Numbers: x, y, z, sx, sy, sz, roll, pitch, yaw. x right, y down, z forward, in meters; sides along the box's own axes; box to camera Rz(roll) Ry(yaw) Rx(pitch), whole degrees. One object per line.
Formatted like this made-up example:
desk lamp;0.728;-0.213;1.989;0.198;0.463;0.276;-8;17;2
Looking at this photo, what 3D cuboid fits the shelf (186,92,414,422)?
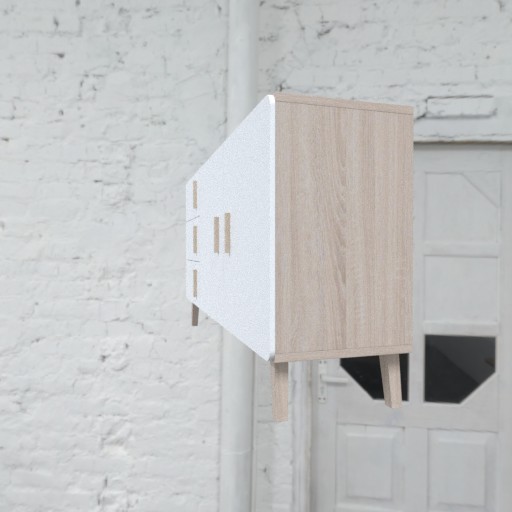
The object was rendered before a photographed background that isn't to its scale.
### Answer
shelf;0.000;0.000;1.793;0.400;0.780;1.490;0;1;-16
